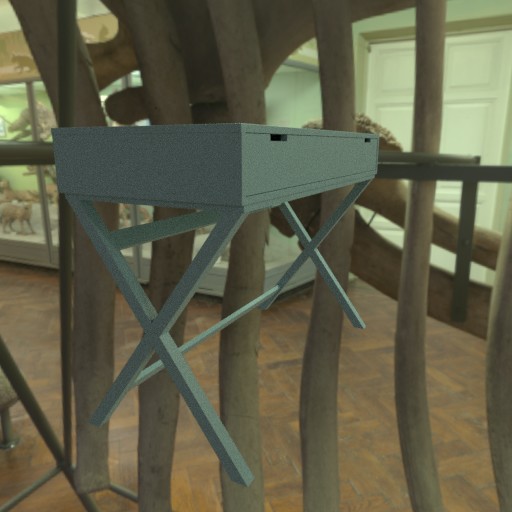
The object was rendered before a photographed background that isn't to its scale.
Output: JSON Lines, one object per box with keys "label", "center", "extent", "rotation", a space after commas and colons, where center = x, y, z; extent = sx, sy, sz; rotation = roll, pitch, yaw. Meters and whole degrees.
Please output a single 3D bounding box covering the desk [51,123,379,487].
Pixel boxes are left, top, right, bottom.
{"label": "desk", "center": [0.000, 0.000, 1.450], "extent": [0.509, 0.780, 1.059], "rotation": [7, 16, 27]}
